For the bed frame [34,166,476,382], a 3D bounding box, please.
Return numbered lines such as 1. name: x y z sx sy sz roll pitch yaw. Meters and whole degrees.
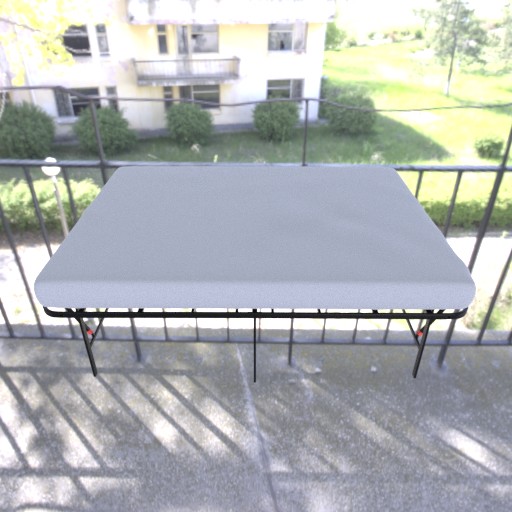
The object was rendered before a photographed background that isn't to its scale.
1. bed frame: 0.000 0.000 2.567 1.905 0.637 1.372 0 32 0
